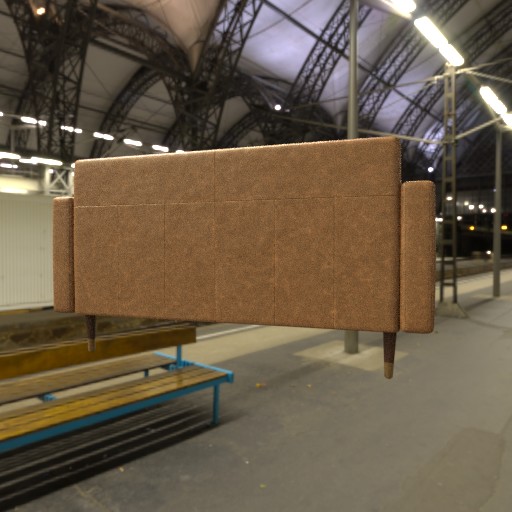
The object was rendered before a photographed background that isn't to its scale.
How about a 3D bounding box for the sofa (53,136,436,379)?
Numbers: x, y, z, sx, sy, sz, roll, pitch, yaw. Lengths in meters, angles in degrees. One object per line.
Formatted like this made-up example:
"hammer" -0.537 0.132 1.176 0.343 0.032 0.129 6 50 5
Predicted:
"sofa" 0.000 0.000 2.095 1.549 0.820 0.960 0 1 18
